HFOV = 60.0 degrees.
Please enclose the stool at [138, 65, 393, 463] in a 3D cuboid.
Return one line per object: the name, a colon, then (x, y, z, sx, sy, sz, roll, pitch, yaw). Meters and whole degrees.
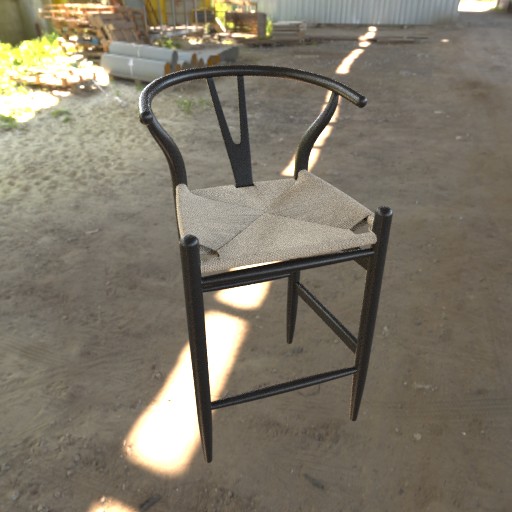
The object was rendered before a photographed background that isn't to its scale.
stool: (0.000, 0.000, 1.304, 0.569, 0.970, 0.579, -9, 32, -15)
